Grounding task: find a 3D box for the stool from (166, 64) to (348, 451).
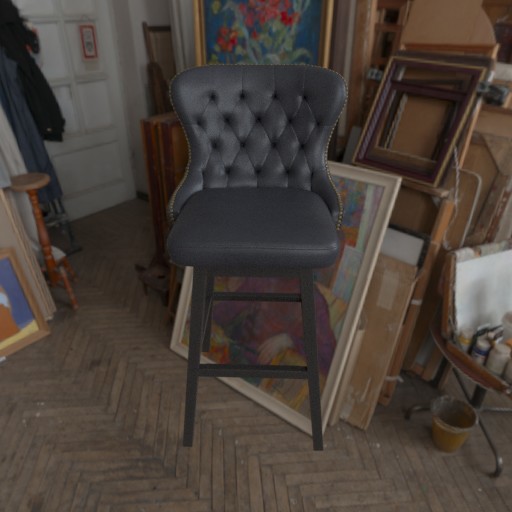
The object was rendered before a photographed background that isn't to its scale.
[{"bbox_3d":[0.000,0.000,1.388,0.528,1.050,0.601,1,30,2],"label":"stool"}]
